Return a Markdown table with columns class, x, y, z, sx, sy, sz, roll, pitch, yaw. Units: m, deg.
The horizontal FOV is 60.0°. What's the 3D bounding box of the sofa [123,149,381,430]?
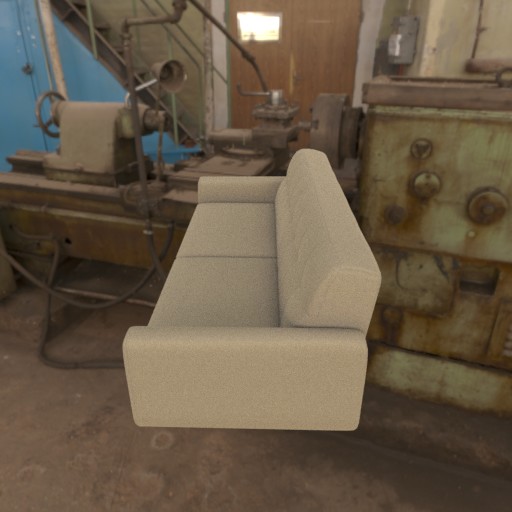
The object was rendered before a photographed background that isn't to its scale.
| class | x | y | z | sx | sy | sz | roll | pitch | yaw |
| --- | --- | --- | --- | --- | --- | --- | --- | --- | --- |
| sofa | 0.000 | 0.000 | 2.654 | 0.980 | 0.892 | 2.137 | 1 | 27 | 1 |
